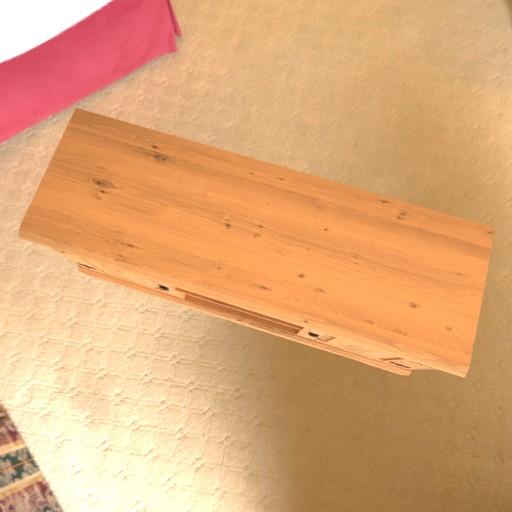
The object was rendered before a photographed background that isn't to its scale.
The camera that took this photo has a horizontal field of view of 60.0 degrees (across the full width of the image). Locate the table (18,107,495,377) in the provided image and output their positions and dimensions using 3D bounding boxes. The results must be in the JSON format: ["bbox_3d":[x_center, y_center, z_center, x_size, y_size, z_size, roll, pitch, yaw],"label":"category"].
[{"bbox_3d":[0.000,0.000,1.414,1.200,0.510,0.400,17,76,4],"label":"table"}]
